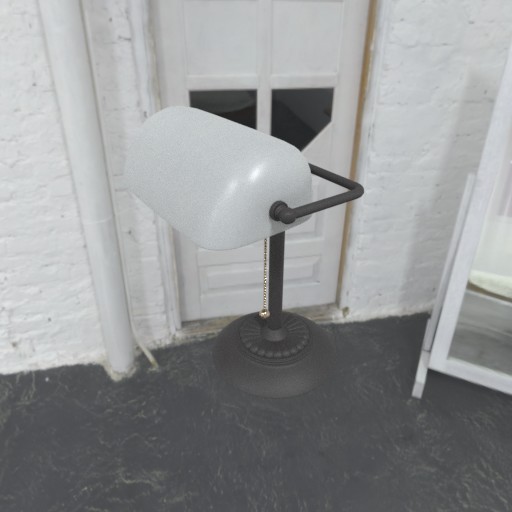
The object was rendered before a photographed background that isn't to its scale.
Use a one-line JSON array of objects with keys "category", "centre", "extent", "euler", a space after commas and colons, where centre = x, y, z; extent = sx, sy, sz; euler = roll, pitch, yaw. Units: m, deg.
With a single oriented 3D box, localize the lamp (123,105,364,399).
[{"category": "lamp", "centre": [0.000, 0.000, 0.539], "extent": [0.243, 0.339, 0.264], "euler": [-20, 36, -30]}]
